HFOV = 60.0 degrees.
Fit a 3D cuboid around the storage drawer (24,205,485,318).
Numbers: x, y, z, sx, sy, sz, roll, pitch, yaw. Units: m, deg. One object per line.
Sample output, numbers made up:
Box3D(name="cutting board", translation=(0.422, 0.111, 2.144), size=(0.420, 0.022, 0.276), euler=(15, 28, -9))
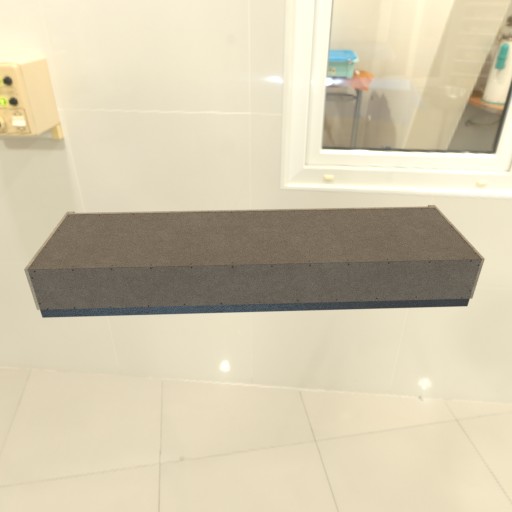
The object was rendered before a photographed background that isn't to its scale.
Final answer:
Box3D(name="storage drawer", translation=(0.000, 0.000, 2.315), size=(2.072, 0.274, 0.591), euler=(-1, 31, -2))
